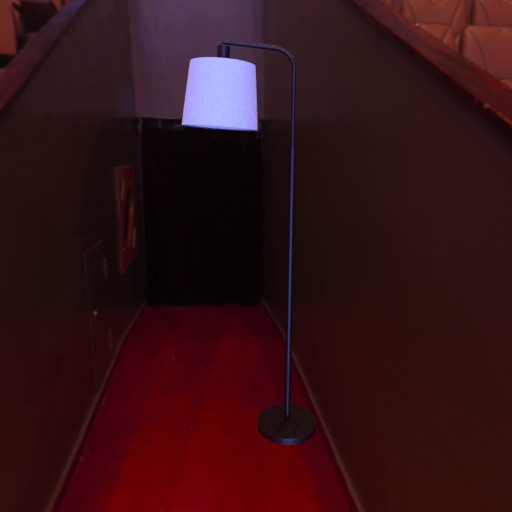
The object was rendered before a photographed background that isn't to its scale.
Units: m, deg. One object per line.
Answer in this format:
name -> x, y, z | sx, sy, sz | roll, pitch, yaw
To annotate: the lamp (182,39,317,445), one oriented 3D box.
lamp -> 0.000, 0.000, 1.655 | 0.508, 1.478, 0.254 | -2, 14, -8
